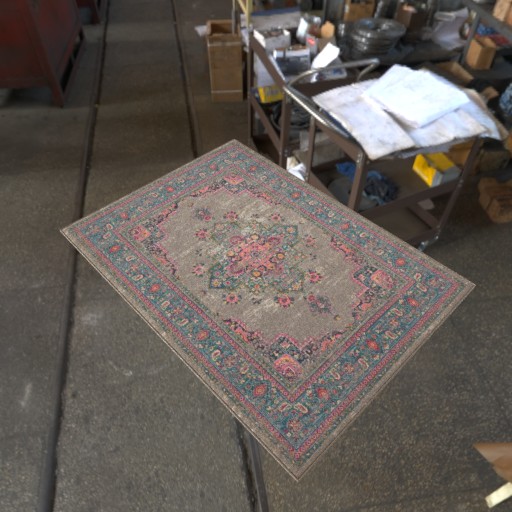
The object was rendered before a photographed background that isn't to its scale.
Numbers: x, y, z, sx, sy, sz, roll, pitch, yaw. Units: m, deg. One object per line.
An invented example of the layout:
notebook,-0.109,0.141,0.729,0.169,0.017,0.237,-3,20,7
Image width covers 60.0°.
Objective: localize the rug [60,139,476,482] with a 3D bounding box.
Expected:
rug,0.000,0.000,2.868,1.609,0.013,2.214,-35,57,-28
